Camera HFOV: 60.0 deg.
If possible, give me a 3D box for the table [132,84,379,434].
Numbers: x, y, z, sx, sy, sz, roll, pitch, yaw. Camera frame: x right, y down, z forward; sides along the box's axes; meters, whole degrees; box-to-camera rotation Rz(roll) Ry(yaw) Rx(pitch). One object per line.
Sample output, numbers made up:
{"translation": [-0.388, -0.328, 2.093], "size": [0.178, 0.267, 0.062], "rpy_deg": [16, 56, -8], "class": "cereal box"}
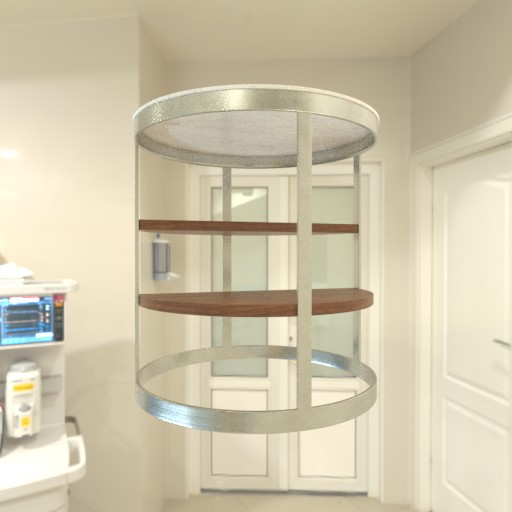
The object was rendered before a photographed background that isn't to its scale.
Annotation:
{"translation": [0.000, 0.000, 0.761], "size": [0.407, 0.447, 0.407], "rpy_deg": [0, 1, 0], "class": "table"}
